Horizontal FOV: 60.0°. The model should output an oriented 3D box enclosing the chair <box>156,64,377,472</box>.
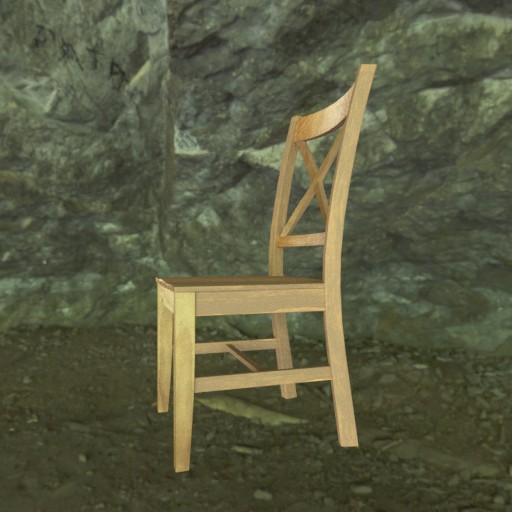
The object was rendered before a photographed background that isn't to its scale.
[{"bbox_3d":[0.000,0.000,1.290,0.542,0.983,0.485,0,0,-18],"label":"chair"}]
